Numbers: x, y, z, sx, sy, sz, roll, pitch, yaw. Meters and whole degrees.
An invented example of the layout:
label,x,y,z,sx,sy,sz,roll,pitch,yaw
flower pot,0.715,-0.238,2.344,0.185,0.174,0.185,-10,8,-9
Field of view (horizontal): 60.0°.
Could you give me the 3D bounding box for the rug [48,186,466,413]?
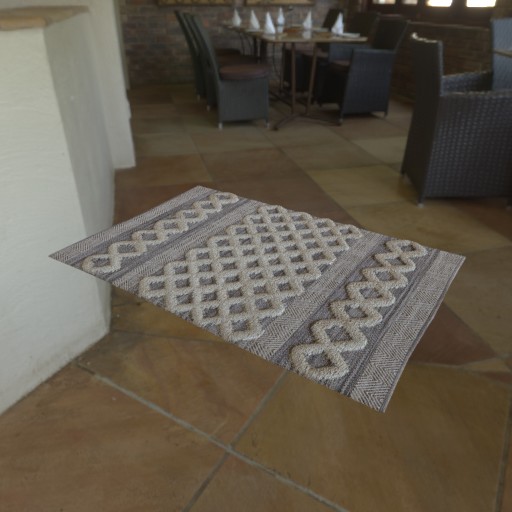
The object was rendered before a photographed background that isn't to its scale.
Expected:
label,x,y,z,sx,sy,sz,roll,pitch,yaw
rug,0.000,0.000,2.318,1.823,0.030,1.222,19,35,29
